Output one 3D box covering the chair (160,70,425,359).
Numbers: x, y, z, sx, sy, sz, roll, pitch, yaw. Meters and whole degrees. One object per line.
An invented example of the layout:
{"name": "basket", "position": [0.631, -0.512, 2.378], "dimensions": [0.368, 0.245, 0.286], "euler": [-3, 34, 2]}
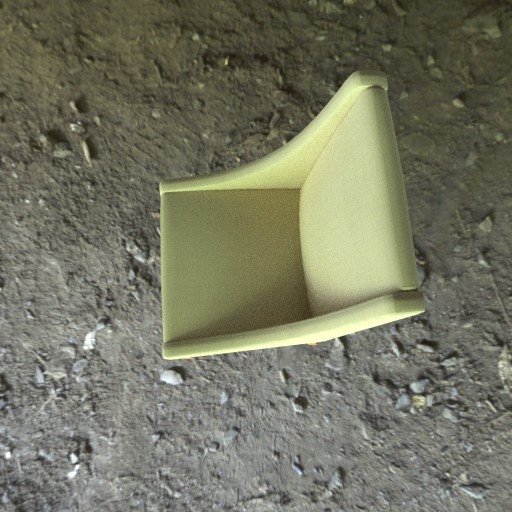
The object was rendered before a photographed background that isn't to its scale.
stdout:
{"name": "chair", "position": [0.000, 0.000, 1.366], "dimensions": [0.611, 1.021, 0.575], "euler": [-4, 75, -1]}
